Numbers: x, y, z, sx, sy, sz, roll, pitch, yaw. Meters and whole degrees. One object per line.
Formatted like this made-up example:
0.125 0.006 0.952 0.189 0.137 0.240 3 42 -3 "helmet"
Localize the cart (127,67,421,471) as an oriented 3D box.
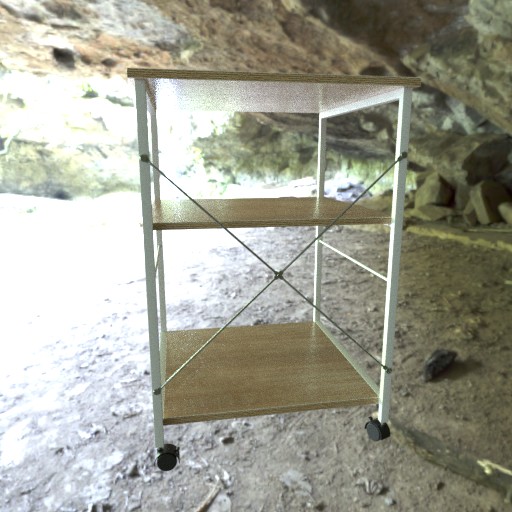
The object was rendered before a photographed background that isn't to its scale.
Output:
0.000 0.000 1.097 0.521 0.762 0.520 -2 13 -10 "cart"
